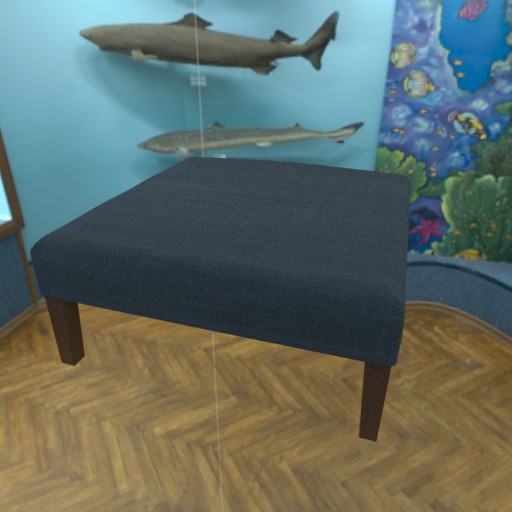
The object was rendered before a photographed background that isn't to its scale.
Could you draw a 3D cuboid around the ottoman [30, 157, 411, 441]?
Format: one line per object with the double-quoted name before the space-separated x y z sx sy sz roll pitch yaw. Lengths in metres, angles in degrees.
"ottoman" 0.000 0.000 1.405 0.890 0.411 0.889 8 28 16
